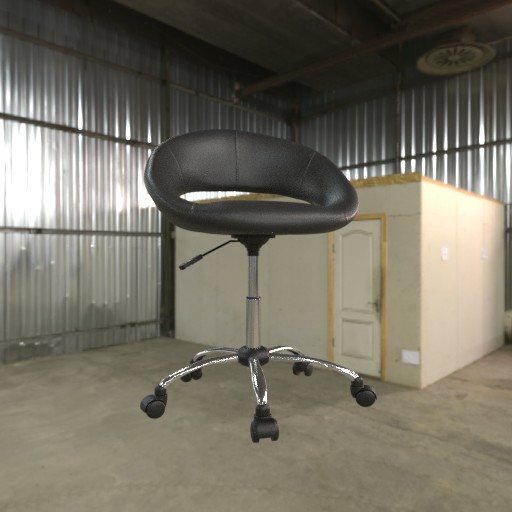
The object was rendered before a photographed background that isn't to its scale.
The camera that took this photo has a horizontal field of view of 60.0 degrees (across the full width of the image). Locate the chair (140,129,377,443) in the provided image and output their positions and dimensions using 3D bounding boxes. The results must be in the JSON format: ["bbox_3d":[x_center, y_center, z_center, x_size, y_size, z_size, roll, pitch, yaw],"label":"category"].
[{"bbox_3d":[0.000,0.000,1.199,0.612,0.791,0.538,0,1,-18],"label":"chair"}]
